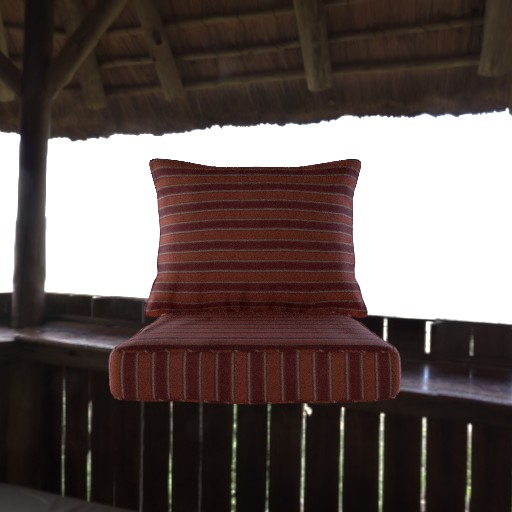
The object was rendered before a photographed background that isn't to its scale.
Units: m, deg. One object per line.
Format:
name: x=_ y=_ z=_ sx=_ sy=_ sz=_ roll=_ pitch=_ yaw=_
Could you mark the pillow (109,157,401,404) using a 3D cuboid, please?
pillow: x=0.000 y=0.000 z=1.371 sx=0.799 sy=0.723 sz=0.733 roll=0 pitch=1 yaw=0
